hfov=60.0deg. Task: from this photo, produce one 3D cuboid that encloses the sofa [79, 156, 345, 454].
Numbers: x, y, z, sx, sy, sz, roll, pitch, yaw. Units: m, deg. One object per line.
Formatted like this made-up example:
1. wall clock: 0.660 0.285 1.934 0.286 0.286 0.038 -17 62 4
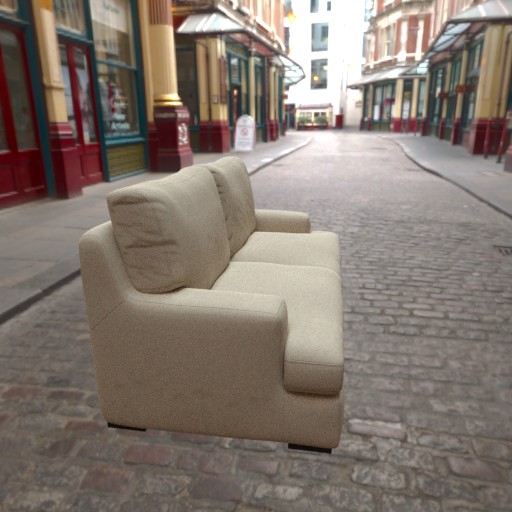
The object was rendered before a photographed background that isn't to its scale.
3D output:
1. sofa: 0.000 0.000 2.426 0.962 0.967 1.885 3 17 9
